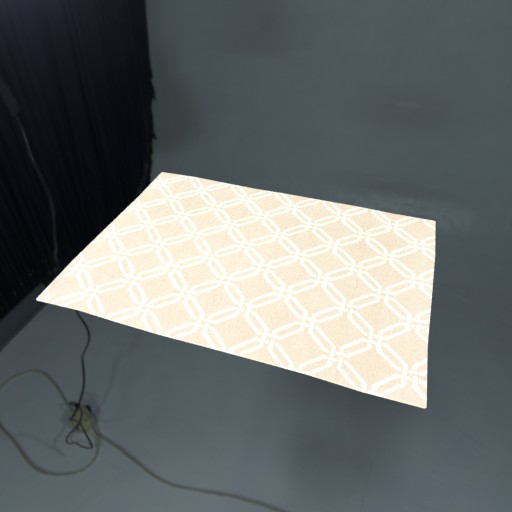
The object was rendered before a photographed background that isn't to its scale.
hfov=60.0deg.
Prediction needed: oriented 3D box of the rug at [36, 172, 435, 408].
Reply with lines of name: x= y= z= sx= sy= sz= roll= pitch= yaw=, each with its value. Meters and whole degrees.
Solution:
rug: x=0.000 y=0.000 z=2.788 sx=2.135 sy=0.013 sz=1.524 roll=12 pitch=42 yaw=14
